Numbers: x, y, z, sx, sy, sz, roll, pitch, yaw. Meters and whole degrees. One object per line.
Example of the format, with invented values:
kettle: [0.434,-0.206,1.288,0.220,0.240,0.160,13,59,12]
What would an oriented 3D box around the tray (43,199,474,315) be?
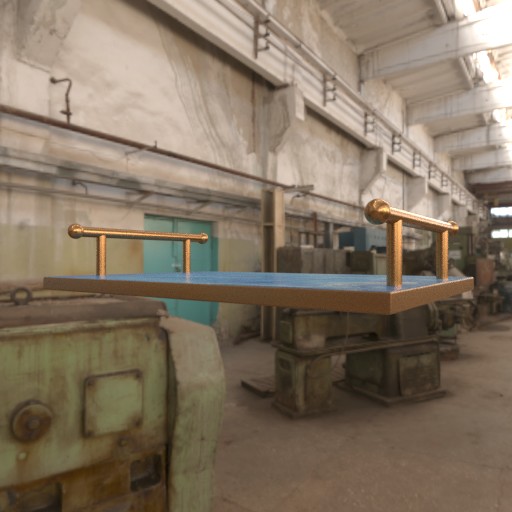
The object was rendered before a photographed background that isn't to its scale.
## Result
tray: [0.000,0.000,0.553,0.444,0.084,0.304,0,-1,36]
